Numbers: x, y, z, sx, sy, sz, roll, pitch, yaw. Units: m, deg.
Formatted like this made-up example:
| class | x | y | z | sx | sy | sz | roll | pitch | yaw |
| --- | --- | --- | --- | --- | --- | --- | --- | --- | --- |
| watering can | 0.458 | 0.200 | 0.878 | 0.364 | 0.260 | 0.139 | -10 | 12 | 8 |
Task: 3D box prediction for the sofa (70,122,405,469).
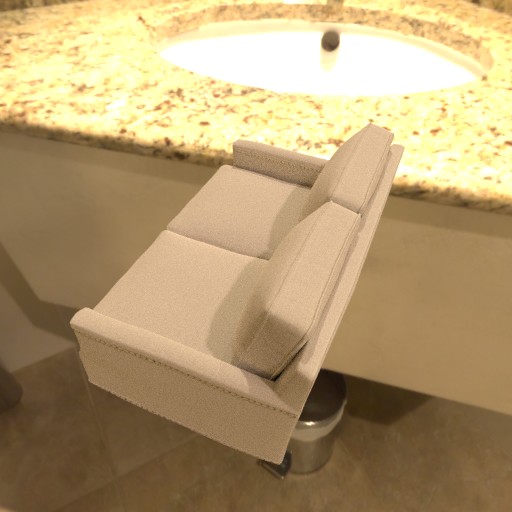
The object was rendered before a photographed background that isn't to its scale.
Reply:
| class | x | y | z | sx | sy | sz | roll | pitch | yaw |
| --- | --- | --- | --- | --- | --- | --- | --- | --- | --- |
| sofa | 0.000 | 0.000 | 2.242 | 1.084 | 1.003 | 1.597 | 17 | 47 | 17 |
